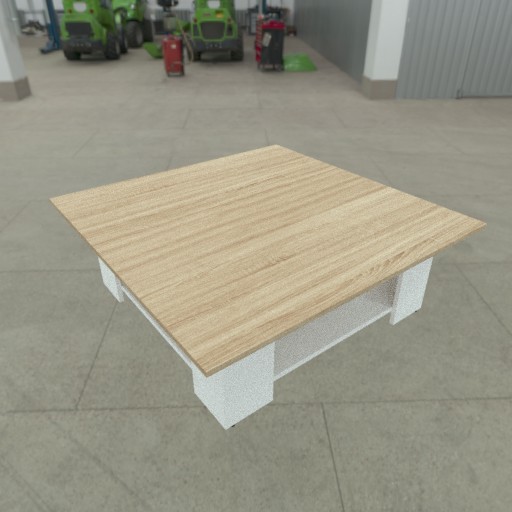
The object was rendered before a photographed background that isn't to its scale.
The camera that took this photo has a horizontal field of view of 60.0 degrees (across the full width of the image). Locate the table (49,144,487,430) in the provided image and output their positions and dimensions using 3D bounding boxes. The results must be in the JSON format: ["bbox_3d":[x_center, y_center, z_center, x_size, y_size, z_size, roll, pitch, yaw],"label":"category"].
[{"bbox_3d":[0.000,0.000,1.345,0.890,0.305,0.890,-22,37,-31],"label":"table"}]
